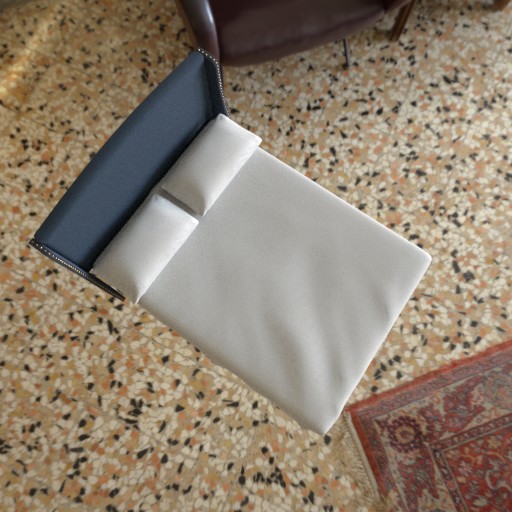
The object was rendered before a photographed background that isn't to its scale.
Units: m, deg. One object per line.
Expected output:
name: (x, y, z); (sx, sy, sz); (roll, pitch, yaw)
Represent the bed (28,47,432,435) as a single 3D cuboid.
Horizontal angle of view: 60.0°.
bed: (0.000, 0.000, 3.288); (2.237, 1.407, 1.710); (34, 78, 9)
